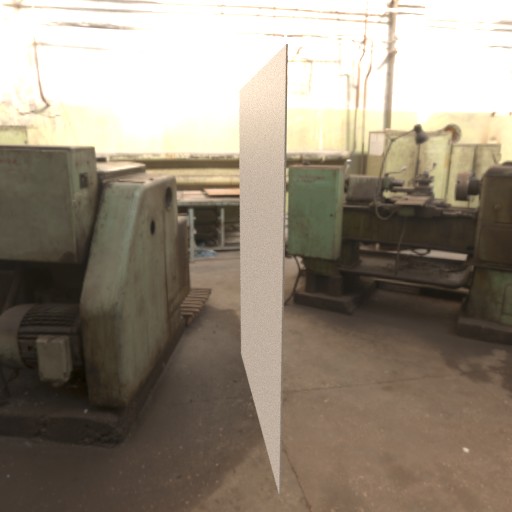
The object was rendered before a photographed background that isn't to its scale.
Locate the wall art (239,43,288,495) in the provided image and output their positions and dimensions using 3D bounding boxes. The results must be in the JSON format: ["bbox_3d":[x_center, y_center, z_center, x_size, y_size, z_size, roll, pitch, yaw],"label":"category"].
[{"bbox_3d":[0.000,0.000,0.794,0.003,0.610,0.457,-2,14,-9],"label":"wall art"}]
